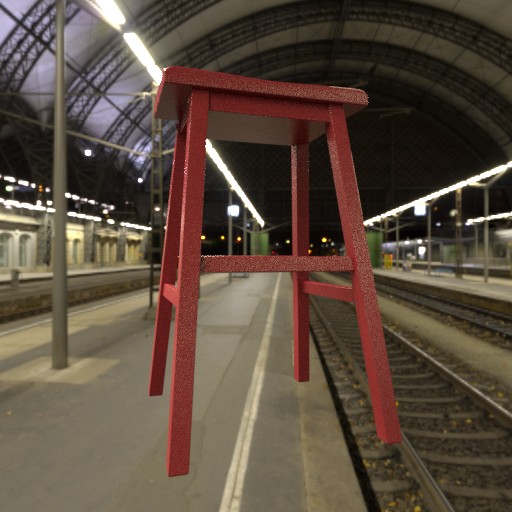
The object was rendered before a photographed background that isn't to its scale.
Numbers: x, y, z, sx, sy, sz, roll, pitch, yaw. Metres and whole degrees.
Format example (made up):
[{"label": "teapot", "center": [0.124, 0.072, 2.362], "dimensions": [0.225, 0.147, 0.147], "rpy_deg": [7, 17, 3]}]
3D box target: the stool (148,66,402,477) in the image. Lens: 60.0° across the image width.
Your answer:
[{"label": "stool", "center": [0.000, 0.000, 1.032], "dimensions": [0.457, 0.737, 0.476], "rpy_deg": [0, 0, -18]}]
